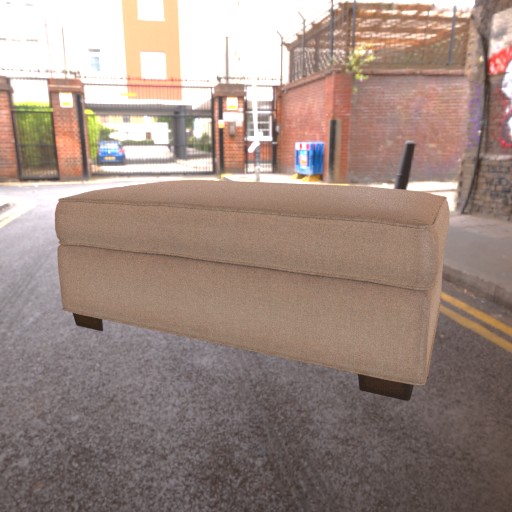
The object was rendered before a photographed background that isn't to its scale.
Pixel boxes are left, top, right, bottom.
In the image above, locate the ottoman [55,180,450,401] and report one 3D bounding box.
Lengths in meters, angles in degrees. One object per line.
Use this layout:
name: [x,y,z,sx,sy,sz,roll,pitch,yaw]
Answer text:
ottoman: [0.000,0.000,1.413,1.097,0.448,0.617,7,16,24]
